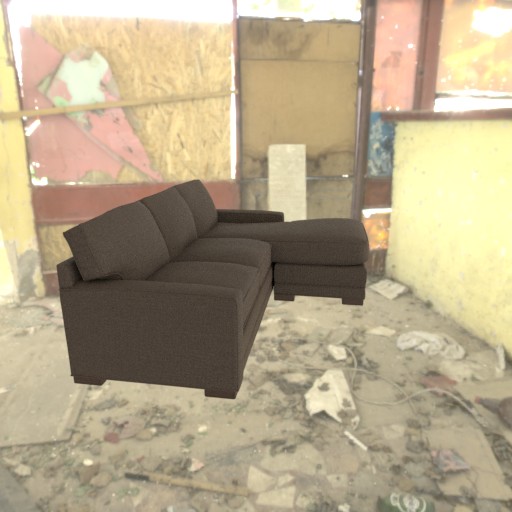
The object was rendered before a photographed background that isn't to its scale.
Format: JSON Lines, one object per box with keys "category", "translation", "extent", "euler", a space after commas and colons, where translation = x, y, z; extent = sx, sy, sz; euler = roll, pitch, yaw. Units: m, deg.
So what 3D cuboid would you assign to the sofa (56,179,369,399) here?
{"category": "sofa", "translation": [0.000, 0.000, 3.403], "extent": [1.790, 0.973, 2.370], "euler": [3, 17, 9]}
